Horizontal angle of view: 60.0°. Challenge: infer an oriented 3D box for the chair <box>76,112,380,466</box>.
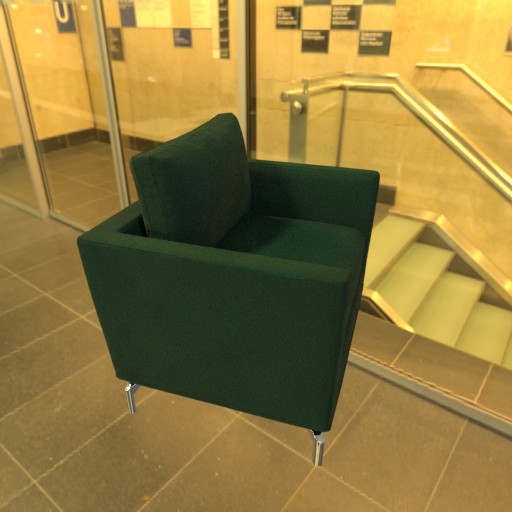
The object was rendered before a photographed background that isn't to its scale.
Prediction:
[{"bbox_3d":[0.000,0.000,1.805,0.852,0.997,1.047,9,29,16],"label":"chair"}]
